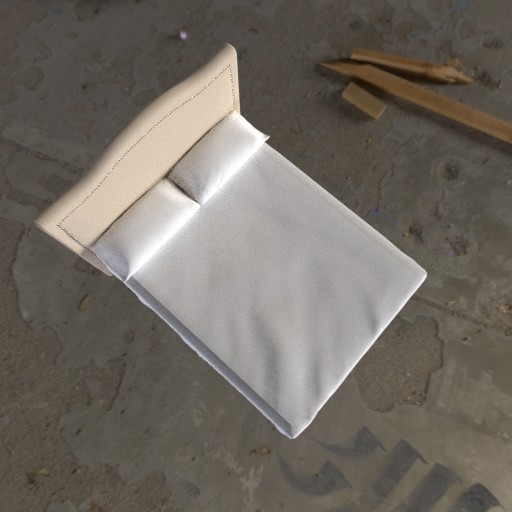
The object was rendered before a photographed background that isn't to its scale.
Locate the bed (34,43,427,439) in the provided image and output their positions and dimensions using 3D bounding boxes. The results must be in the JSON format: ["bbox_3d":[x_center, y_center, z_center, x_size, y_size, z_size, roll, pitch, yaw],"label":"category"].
[{"bbox_3d":[0.000,0.000,3.292,2.143,1.460,1.753,41,78,10],"label":"bed"}]
